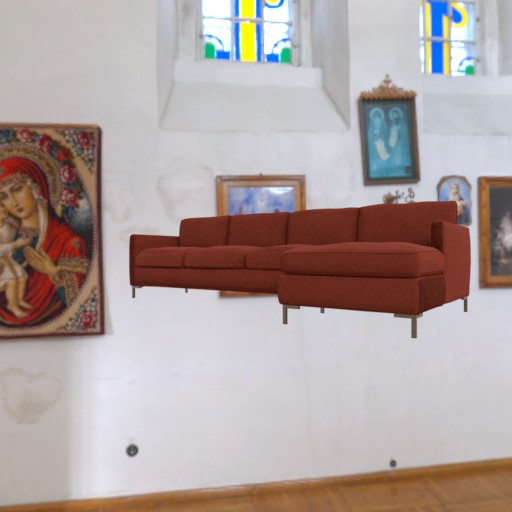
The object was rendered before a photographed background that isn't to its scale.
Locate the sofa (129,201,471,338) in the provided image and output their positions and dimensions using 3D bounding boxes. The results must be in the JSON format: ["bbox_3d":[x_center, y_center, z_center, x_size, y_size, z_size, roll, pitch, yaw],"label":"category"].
[{"bbox_3d":[0.000,0.000,3.518,2.932,0.810,1.350,0,0,36],"label":"sofa"}]
